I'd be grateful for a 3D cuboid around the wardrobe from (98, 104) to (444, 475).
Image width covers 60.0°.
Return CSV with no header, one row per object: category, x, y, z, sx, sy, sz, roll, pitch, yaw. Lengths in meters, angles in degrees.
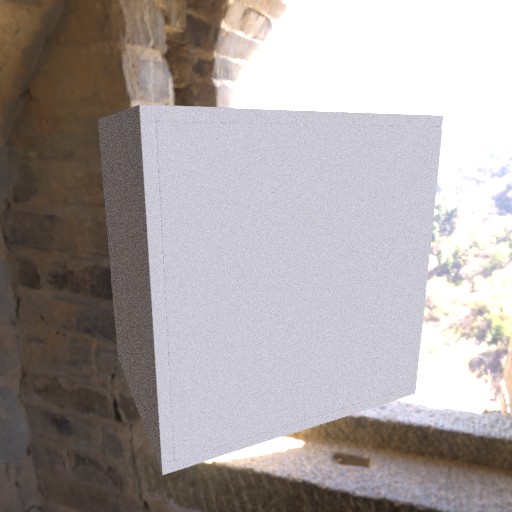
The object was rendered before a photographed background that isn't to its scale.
wardrobe,0.000,0.000,0.868,0.500,0.520,0.400,-7,16,-25
